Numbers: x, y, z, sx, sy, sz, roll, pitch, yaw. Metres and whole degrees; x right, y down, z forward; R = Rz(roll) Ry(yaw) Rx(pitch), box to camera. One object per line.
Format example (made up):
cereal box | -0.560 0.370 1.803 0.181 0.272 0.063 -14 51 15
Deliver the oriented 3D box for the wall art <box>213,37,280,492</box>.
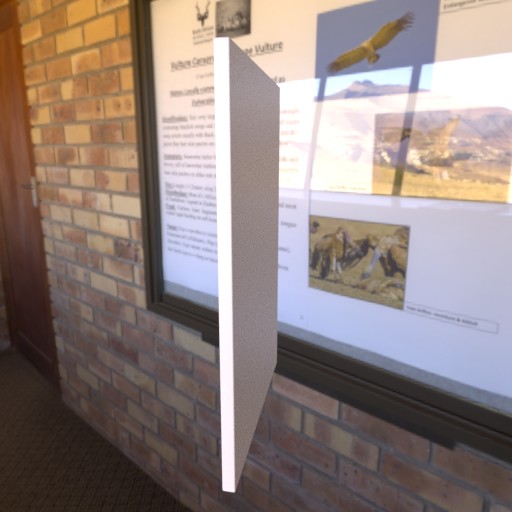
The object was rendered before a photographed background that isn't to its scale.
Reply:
wall art | 0.000 0.000 1.501 0.038 1.183 0.808 3 14 11
